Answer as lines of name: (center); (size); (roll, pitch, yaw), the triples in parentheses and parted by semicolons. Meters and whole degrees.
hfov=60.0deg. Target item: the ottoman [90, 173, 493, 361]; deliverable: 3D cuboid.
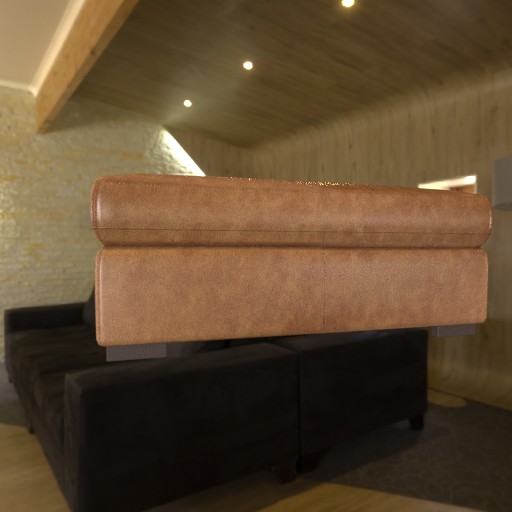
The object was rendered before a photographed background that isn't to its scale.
ottoman: (0.000, 0.000, 1.731); (1.168, 0.483, 1.169); (0, 1, -18)
